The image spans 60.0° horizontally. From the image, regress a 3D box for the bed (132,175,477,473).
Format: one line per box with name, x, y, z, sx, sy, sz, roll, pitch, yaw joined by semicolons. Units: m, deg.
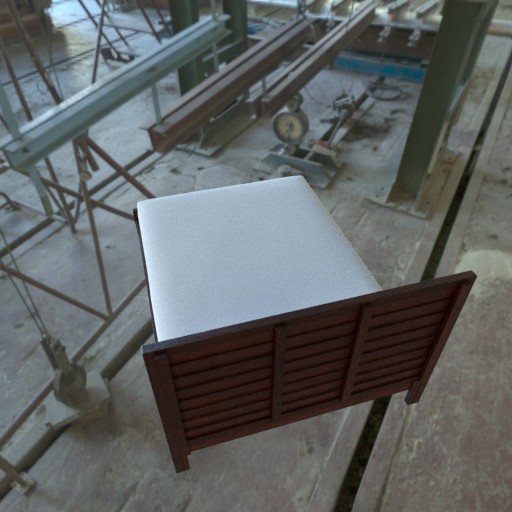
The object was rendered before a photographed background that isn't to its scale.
bed;0.000;0.000;3.983;2.040;1.492;2.803;-11;43;-12
